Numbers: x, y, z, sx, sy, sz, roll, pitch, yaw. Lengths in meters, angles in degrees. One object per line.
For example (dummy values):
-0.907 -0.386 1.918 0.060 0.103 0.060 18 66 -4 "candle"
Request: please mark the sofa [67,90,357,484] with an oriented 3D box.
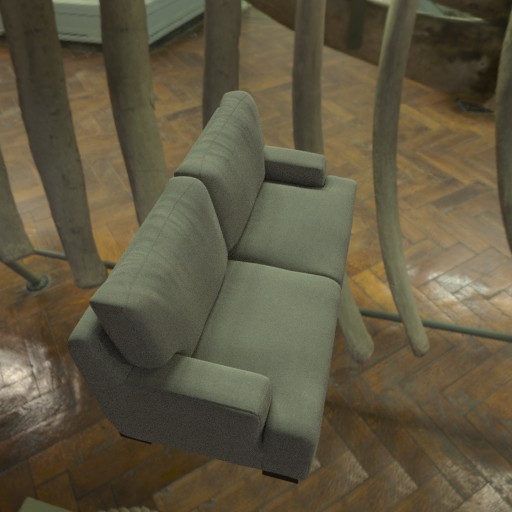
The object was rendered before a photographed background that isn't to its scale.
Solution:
0.000 0.000 2.338 0.962 0.980 1.855 10 47 10 "sofa"
